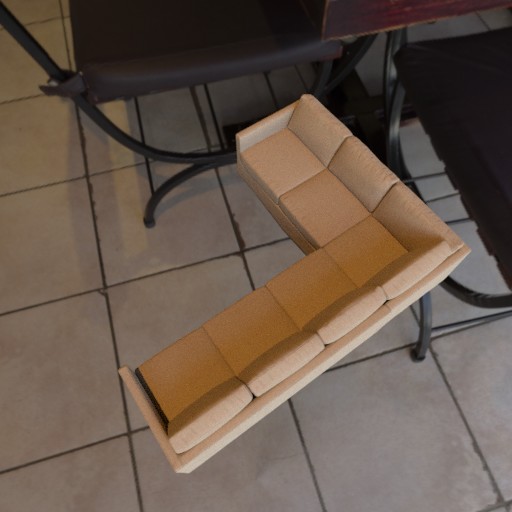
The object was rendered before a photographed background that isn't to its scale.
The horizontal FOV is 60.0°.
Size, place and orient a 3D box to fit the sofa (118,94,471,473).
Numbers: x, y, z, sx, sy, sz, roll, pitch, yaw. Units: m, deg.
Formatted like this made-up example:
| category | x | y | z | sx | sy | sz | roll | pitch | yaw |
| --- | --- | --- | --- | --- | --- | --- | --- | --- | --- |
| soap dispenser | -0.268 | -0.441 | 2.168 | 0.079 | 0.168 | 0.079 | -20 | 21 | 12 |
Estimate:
| category | x | y | z | sx | sy | sz | roll | pitch | yaw |
| --- | --- | --- | --- | --- | --- | --- | --- | --- | --- |
| sofa | 0.000 | 0.000 | 4.314 | 3.182 | 0.871 | 2.432 | -32 | 68 | -15 |
